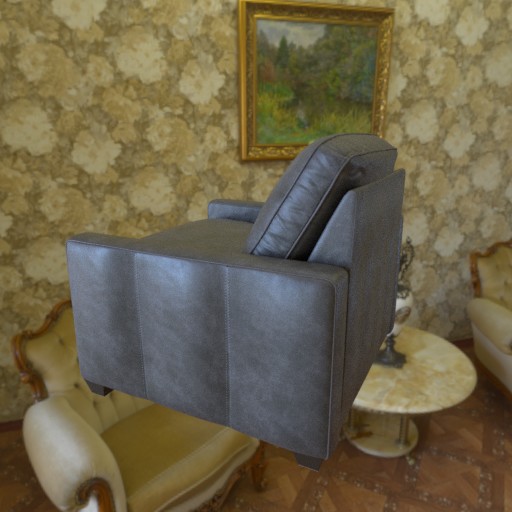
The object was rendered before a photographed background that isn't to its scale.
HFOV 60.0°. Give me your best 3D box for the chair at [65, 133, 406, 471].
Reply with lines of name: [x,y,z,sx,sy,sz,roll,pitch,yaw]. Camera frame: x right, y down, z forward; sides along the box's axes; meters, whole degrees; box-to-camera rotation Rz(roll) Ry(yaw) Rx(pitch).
chair: [0.000,0.000,1.705,0.939,0.916,1.006,8,18,26]
